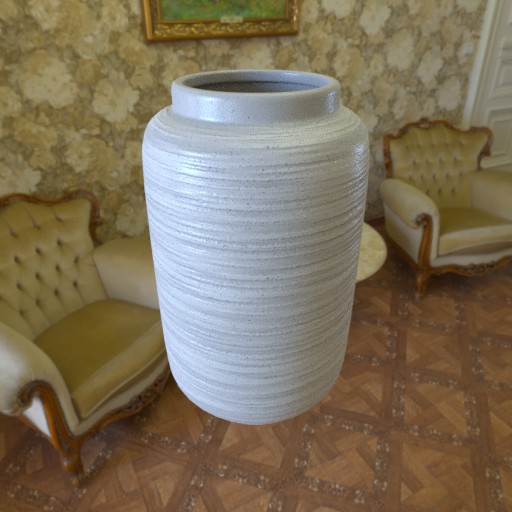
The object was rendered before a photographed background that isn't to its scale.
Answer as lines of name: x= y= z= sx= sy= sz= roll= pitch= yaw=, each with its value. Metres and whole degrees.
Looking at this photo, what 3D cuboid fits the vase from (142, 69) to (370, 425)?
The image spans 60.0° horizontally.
vase: x=0.000 y=0.000 z=0.449 sx=0.202 sy=0.335 sz=0.202 roll=0 pitch=30 yaw=0
